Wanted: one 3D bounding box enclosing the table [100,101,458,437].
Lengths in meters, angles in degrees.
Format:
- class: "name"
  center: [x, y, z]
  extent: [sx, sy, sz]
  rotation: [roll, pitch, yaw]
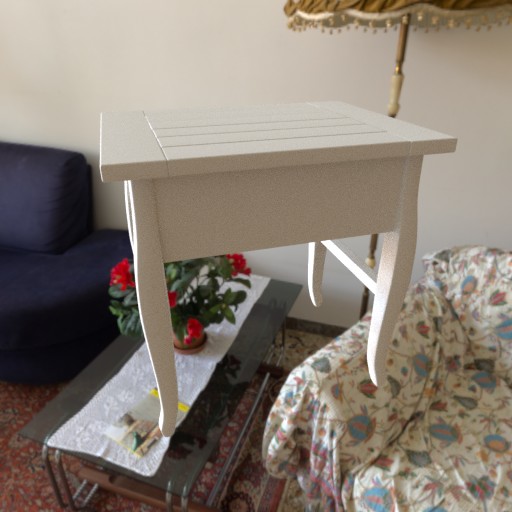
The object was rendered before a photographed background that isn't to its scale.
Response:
- class: "table"
  center: [0.000, 0.000, 1.031]
  extent: [0.599, 0.605, 0.463]
  rotation: [-8, 28, -15]
